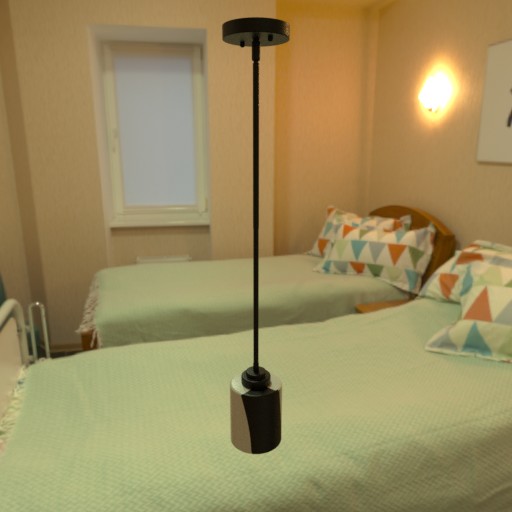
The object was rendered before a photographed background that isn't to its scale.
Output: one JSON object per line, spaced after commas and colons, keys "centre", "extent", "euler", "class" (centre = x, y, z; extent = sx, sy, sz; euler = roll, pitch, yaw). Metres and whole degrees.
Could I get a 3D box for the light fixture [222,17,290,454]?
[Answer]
{"centre": [0.000, 0.000, 0.915], "extent": [0.123, 0.863, 0.123], "euler": [14, 20, 42], "class": "light fixture"}
